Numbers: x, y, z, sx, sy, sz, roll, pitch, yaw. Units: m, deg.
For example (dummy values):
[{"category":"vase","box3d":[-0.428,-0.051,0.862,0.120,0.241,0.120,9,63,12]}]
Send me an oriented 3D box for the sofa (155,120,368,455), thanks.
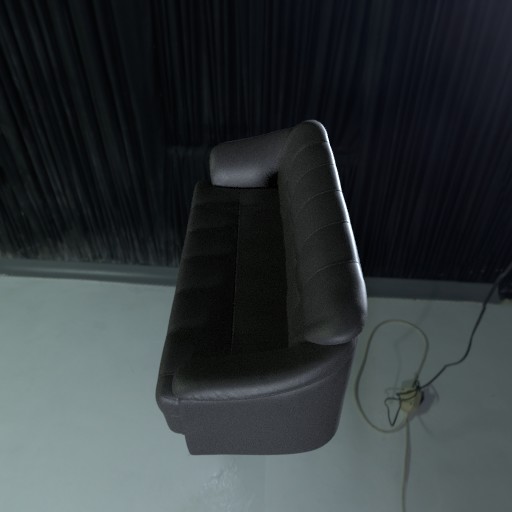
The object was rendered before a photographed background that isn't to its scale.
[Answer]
[{"category":"sofa","box3d":[0.000,0.000,2.282,0.800,0.811,1.829,0,41,0]}]
